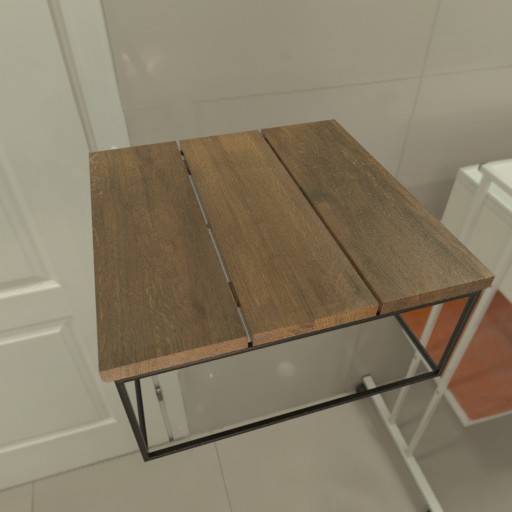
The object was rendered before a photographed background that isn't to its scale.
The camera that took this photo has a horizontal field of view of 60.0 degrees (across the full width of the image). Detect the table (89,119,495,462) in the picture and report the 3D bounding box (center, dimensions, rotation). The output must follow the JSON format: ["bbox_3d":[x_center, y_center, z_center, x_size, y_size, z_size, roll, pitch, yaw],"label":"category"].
[{"bbox_3d":[0.000,0.000,1.396,0.900,0.400,0.900,-11,43,-13],"label":"table"}]
